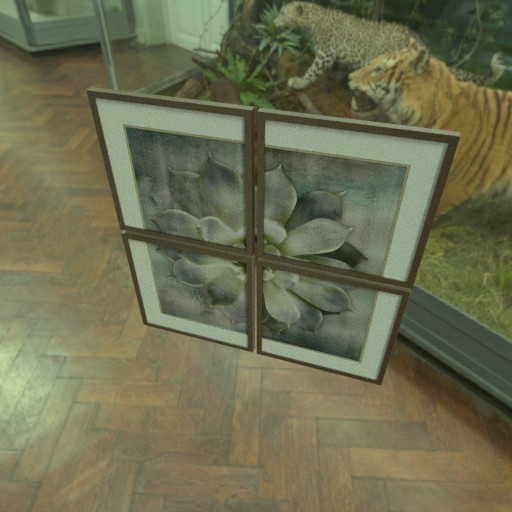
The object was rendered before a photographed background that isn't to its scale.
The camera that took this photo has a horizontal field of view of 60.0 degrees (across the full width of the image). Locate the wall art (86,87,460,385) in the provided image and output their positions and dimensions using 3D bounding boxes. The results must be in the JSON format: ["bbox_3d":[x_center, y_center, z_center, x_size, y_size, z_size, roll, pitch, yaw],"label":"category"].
[{"bbox_3d":[0.000,0.000,1.519,1.032,1.032,0.030,11,41,13],"label":"wall art"}]
